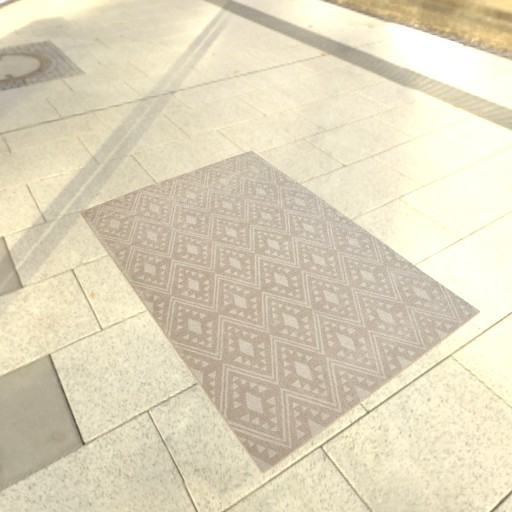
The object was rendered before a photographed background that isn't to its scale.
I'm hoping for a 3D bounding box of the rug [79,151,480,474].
[{"bbox_3d":[0.000,0.000,2.323,1.252,0.034,1.829,-26,49,-25],"label":"rug"}]
